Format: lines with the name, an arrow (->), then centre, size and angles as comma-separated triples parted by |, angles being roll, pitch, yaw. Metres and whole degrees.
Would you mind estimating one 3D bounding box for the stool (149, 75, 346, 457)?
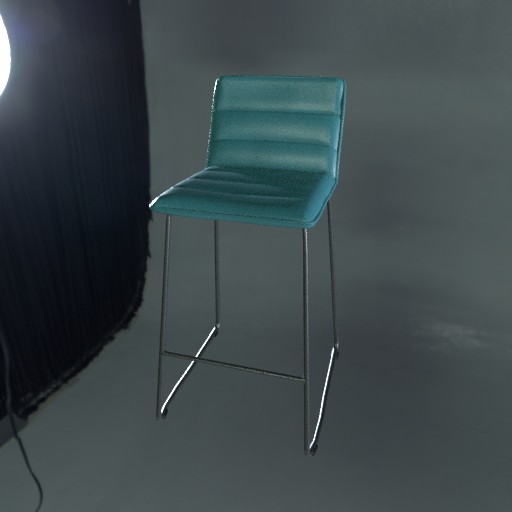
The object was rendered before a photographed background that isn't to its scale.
stool -> 0.000, 0.000, 1.271 | 0.489, 0.936, 0.524 | 7, 26, 15
